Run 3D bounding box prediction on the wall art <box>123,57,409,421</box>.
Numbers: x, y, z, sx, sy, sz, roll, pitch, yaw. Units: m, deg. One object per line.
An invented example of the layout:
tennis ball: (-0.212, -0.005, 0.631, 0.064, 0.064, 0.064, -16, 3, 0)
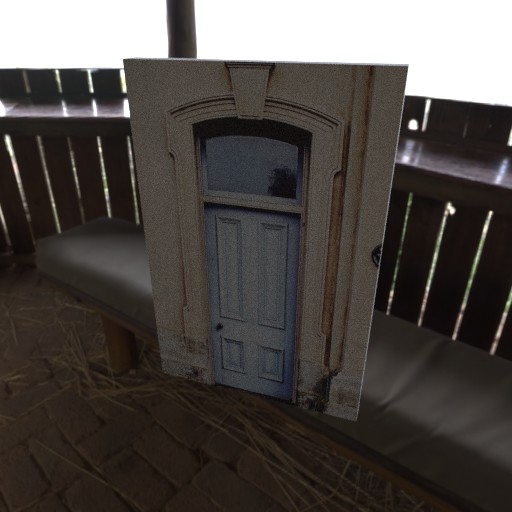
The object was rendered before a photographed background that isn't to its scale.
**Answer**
wall art: (0.000, 0.000, 0.752, 0.403, 0.607, 0.036, 9, 29, 16)
